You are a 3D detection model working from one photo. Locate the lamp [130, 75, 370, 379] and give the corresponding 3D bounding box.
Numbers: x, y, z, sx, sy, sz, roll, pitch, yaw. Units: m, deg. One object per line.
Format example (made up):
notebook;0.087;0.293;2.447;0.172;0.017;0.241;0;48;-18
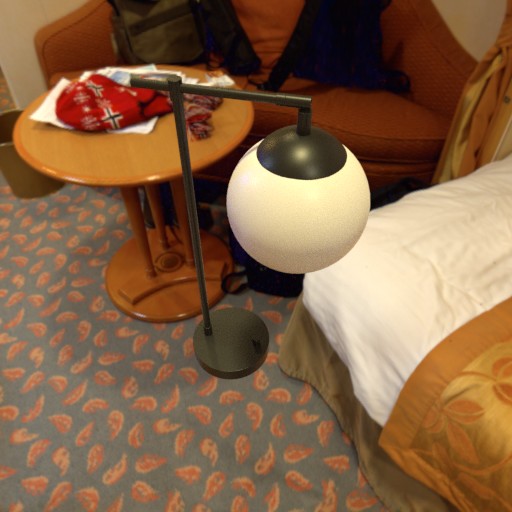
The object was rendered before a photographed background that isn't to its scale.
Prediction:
lamp;0.000;0.000;0.714;0.316;0.559;0.197;10;46;10
